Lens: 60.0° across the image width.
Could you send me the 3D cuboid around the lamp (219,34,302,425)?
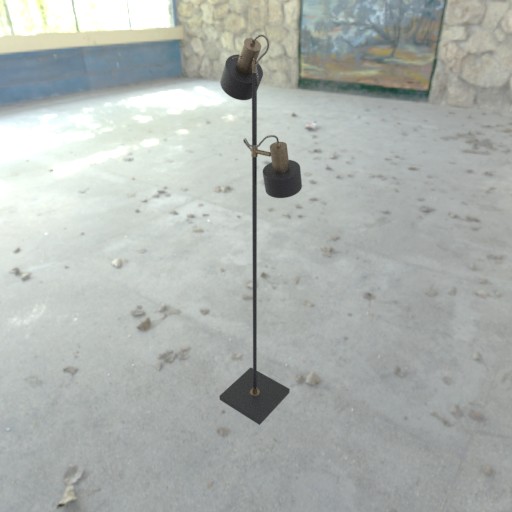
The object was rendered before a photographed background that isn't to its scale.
[{"bbox_3d":[0.000,0.000,1.680,0.315,1.505,0.233,21,36,32],"label":"lamp"}]
